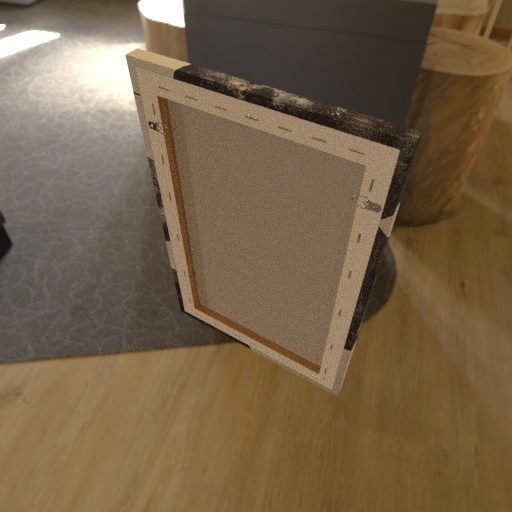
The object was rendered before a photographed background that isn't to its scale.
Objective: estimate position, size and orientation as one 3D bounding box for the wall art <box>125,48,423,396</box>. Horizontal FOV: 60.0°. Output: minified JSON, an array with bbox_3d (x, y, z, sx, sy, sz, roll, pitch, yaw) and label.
[{"bbox_3d":[0.000,0.000,1.153,0.610,0.915,0.041,24,52,20],"label":"wall art"}]
